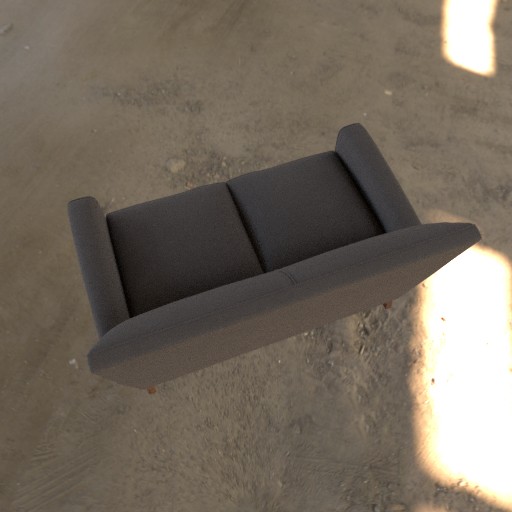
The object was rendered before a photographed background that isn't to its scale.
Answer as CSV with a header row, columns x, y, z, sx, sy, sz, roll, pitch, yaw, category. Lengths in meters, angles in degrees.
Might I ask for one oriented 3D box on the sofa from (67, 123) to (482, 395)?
x,y,z,sx,sy,sz,roll,pitch,yaw,category
0.000,0.000,1.960,1.420,0.846,0.871,-18,60,-10,sofa
